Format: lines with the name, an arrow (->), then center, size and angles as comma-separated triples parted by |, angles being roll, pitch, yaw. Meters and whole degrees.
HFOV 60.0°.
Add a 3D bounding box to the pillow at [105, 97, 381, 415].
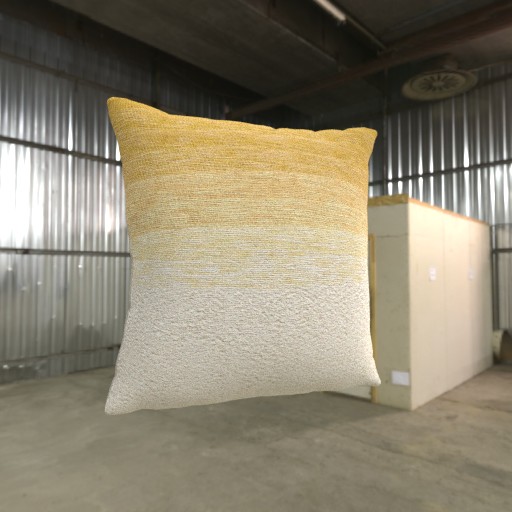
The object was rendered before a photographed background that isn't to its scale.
pillow -> 0.000, 0.000, 0.700 | 0.450, 0.450, 0.211 | 1, -2, -19
